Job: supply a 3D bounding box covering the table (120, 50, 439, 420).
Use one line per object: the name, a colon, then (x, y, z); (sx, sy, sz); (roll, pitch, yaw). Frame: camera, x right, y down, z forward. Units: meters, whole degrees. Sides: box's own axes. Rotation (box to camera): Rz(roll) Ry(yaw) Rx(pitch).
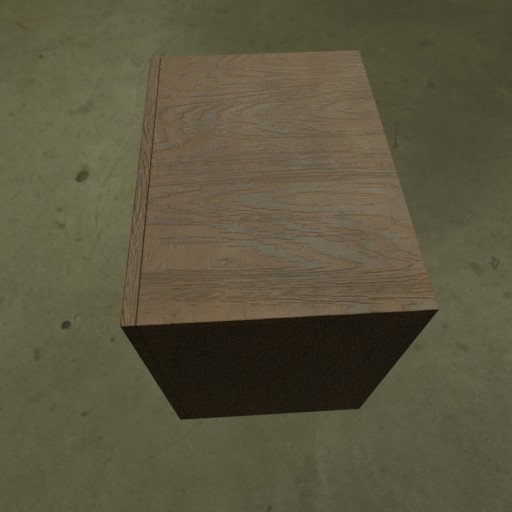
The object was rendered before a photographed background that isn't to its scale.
table: (0.000, 0.000, 0.957); (0.439, 0.585, 0.560); (-3, 58, -2)
